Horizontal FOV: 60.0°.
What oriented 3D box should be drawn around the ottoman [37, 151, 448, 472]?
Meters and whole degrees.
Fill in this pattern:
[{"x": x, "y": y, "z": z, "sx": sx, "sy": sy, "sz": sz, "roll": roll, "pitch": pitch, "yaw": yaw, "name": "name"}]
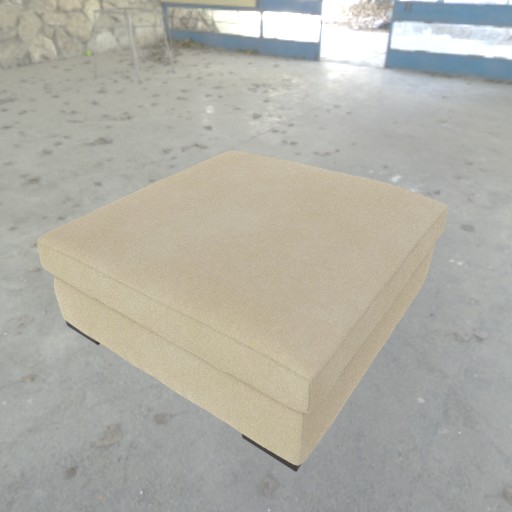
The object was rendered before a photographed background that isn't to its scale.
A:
[{"x": 0.000, "y": 0.000, "z": 1.833, "sx": 1.190, "sy": 0.522, "sz": 1.205, "roll": 21, "pitch": 38, "yaw": 29, "name": "ottoman"}]
